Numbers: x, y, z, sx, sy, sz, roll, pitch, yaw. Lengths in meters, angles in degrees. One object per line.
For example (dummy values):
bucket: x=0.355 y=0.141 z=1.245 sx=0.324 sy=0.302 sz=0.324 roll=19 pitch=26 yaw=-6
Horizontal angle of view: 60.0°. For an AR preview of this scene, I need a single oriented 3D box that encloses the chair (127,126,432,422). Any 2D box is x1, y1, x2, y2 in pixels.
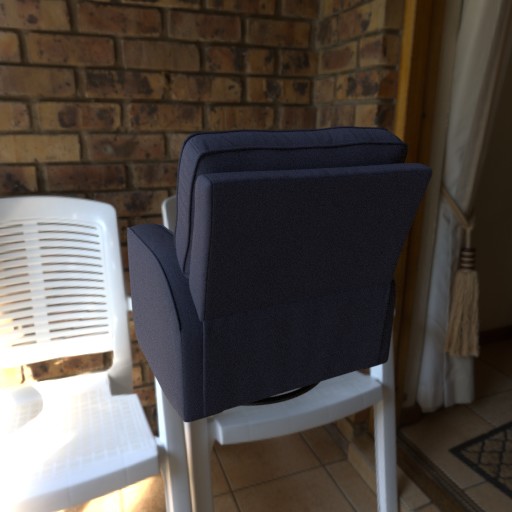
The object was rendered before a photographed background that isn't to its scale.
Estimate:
chair: x=0.000 y=0.000 z=1.709 sx=0.861 sy=0.962 sz=0.964 roll=-8 pitch=18 yaw=-26
